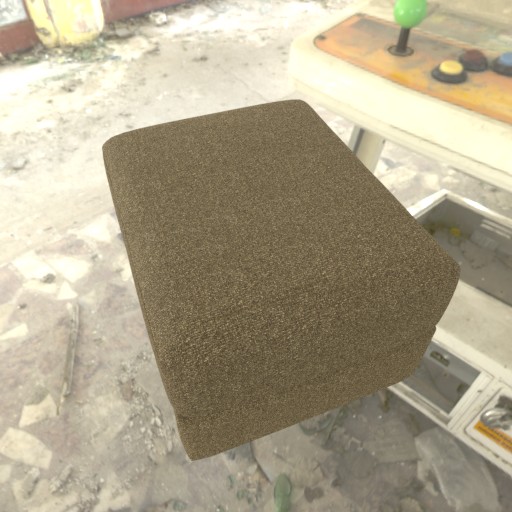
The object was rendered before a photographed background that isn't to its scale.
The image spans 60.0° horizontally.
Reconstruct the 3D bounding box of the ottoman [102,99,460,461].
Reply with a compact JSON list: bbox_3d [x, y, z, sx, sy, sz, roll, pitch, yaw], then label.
[{"bbox_3d":[0.000,0.000,1.117,0.598,0.476,0.742,-16,49,-14],"label":"ottoman"}]
